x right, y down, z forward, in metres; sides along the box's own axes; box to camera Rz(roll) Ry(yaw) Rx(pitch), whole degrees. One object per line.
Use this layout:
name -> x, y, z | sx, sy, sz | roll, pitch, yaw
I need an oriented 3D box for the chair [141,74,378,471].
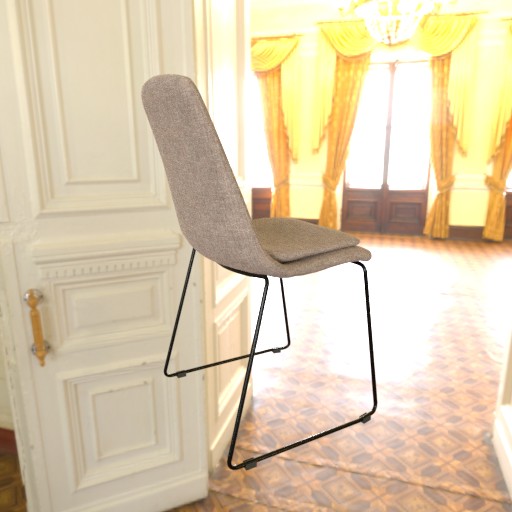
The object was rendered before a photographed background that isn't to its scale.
chair -> 0.000, 0.000, 1.173 | 0.518, 0.858, 0.479 | -8, 17, -28
